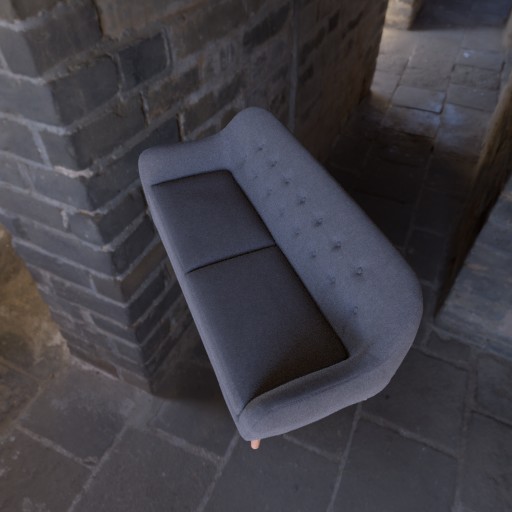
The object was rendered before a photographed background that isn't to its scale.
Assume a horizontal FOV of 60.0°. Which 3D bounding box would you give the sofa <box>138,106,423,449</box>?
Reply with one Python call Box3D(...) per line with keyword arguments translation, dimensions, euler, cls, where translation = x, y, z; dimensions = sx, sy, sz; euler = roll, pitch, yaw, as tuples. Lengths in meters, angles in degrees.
Box3D(translation=(0.000, 0.000, 2.318), dimensions=(0.820, 0.820, 1.840), euler=(-17, 48, -16), cls="sofa")
